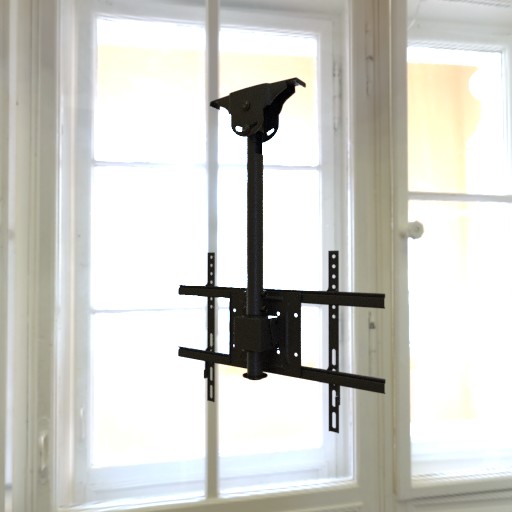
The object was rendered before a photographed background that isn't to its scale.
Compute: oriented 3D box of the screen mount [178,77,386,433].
[{"bbox_3d":[0.000,0.000,1.049,0.595,0.775,0.090,0,-1,36],"label":"screen mount"}]
